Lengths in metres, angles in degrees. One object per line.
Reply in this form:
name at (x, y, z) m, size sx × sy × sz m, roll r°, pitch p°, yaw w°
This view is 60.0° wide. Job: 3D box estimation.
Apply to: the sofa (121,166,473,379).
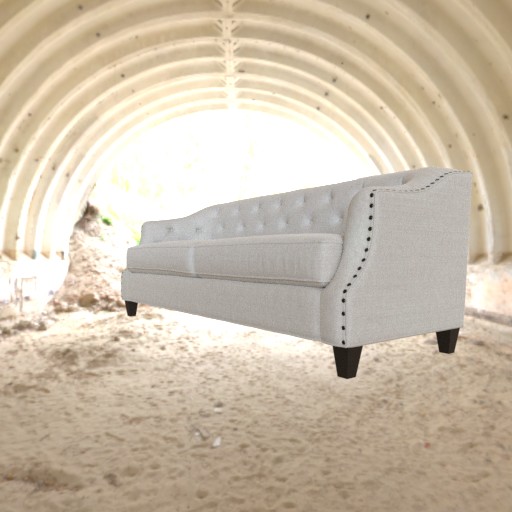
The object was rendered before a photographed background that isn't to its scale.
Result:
sofa at (0.000, 0.000, 2.721) m, size 0.914 × 0.901 × 2.235 m, roll 0°, pitch 0°, yaw -37°
